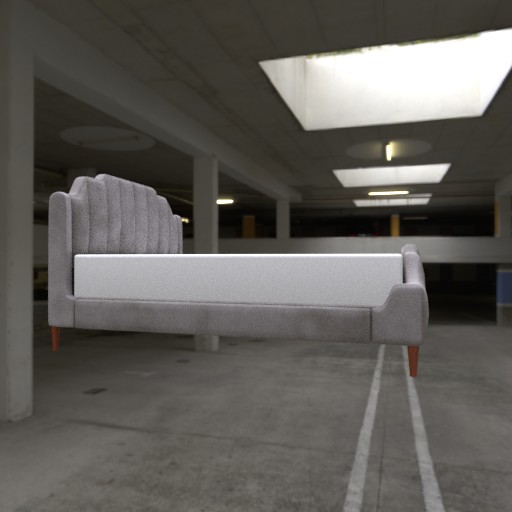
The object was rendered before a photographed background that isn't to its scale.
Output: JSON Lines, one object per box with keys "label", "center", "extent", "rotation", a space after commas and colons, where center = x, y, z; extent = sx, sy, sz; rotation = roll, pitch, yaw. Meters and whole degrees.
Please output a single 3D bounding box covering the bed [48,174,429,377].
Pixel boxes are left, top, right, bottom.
{"label": "bed", "center": [0.000, 0.000, 3.358], "extent": [2.340, 1.245, 1.676], "rotation": [0, 0, 17]}
